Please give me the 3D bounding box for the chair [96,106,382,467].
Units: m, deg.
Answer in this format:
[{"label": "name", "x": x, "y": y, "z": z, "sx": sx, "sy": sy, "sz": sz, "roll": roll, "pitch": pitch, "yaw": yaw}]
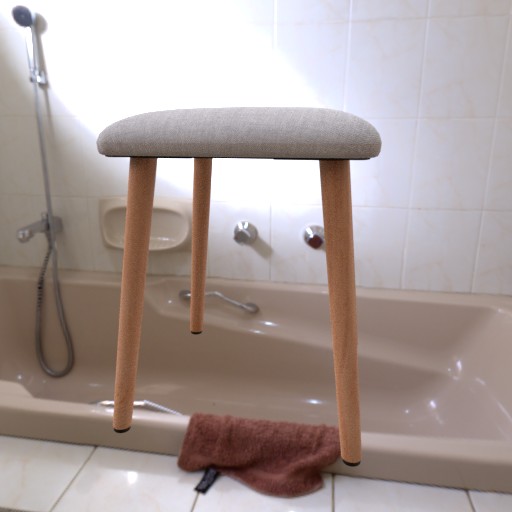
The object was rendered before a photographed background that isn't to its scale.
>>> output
[{"label": "chair", "x": 0.000, "y": 0.000, "z": 0.695, "sx": 0.350, "sy": 0.440, "sz": 0.350, "roll": 3, "pitch": 16, "yaw": 11}]
